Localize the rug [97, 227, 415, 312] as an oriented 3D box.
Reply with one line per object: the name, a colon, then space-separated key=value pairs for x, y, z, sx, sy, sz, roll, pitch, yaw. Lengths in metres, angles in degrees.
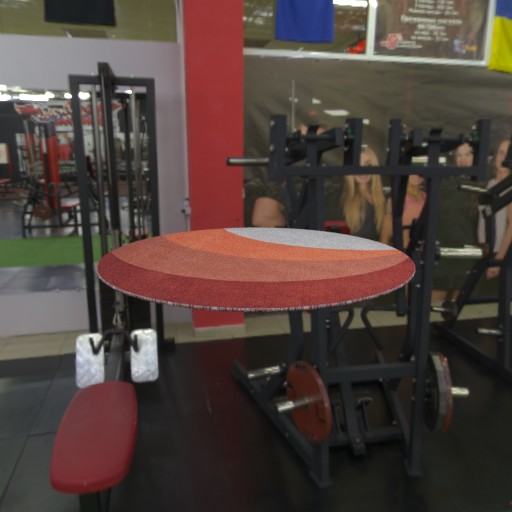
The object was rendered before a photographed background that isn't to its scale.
rug: x=0.000 y=0.000 z=2.228 sx=1.514 sy=0.015 sz=1.514 roll=0 pitch=14 yaw=0
